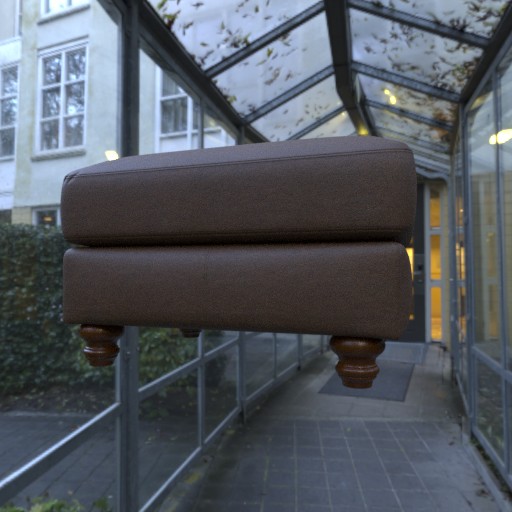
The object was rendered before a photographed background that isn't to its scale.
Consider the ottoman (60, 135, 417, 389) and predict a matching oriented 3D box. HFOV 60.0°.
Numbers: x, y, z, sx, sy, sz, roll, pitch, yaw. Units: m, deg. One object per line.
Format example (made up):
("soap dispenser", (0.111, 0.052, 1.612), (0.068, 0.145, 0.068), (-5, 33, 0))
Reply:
("ottoman", (0.000, 0.000, 1.162), (0.787, 0.508, 0.635), (-1, -2, 19))
